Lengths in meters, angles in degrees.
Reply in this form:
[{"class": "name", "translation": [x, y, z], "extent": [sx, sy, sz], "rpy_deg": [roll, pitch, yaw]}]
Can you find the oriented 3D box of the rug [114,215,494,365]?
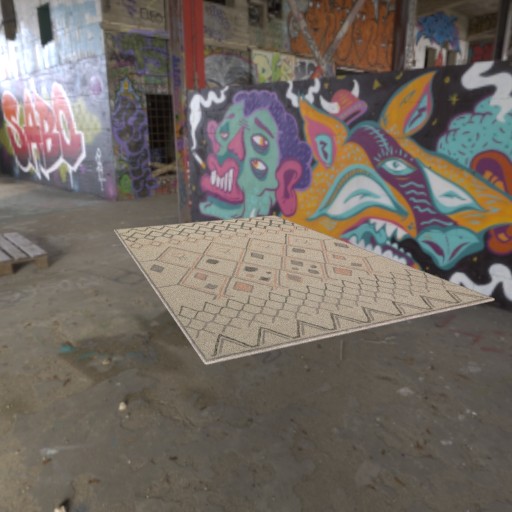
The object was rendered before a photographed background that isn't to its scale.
[{"class": "rug", "translation": [0.000, 0.000, 2.984], "extent": [1.524, 0.015, 2.438], "rpy_deg": [-7, 18, -24]}]
